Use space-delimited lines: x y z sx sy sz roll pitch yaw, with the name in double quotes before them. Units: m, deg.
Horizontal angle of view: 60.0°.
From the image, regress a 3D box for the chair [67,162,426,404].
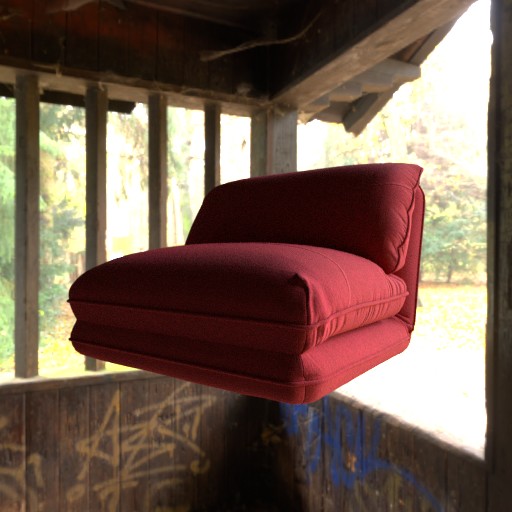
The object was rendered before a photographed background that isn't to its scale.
"chair" 0.000 0.000 1.324 0.820 0.580 0.780 0 0 36
